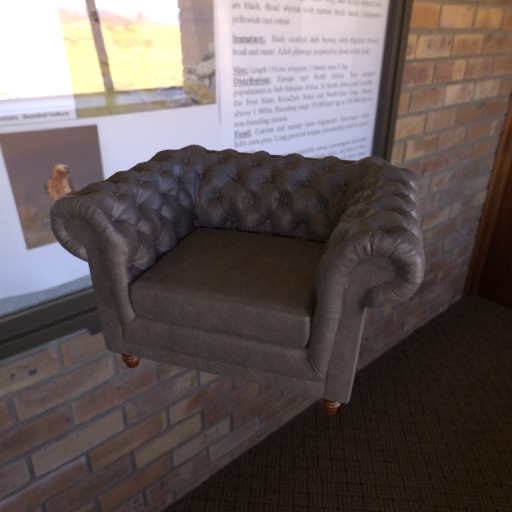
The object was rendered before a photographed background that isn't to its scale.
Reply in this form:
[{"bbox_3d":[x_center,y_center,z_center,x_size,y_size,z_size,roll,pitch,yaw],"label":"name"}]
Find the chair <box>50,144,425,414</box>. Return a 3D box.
[{"bbox_3d":[0.000,0.000,1.930,1.298,0.780,0.943,8,27,16],"label":"chair"}]
